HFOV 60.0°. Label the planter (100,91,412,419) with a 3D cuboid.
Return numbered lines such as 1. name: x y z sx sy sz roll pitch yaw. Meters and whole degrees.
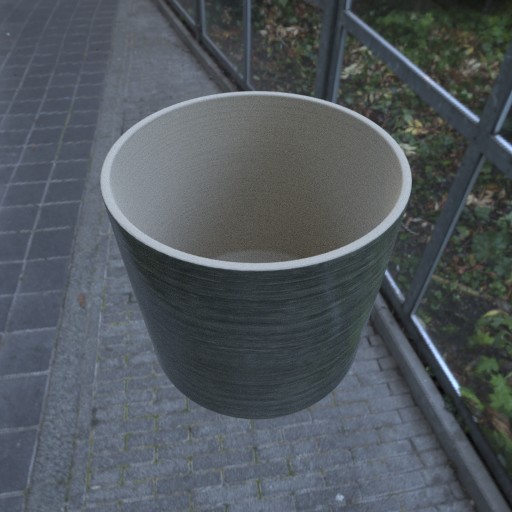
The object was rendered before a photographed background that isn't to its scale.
1. planter: 0.000 0.000 0.395 0.221 0.201 0.221 0 45 0
